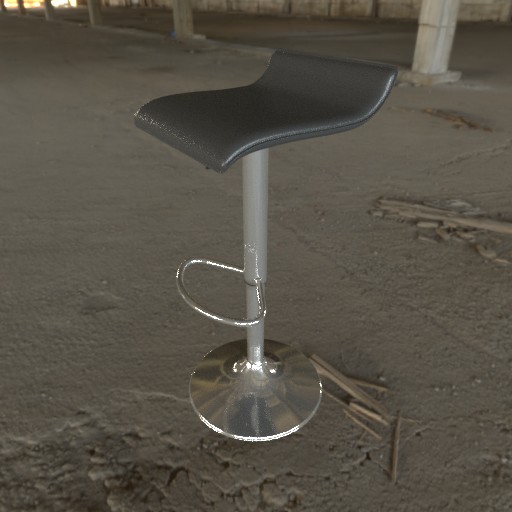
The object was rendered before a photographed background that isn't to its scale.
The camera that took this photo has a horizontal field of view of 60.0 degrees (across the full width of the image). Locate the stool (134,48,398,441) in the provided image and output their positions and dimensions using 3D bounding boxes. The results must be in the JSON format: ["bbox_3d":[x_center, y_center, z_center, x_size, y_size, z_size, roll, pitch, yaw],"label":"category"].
[{"bbox_3d":[0.000,0.000,1.056,0.381,0.851,0.381,-19,36,-29],"label":"stool"}]
